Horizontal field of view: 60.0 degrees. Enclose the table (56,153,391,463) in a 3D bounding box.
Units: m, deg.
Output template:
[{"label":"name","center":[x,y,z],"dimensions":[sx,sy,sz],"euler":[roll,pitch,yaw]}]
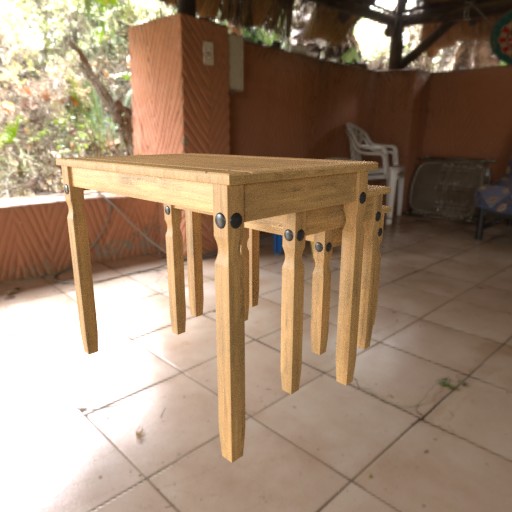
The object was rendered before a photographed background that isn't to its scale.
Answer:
[{"label":"table","center":[0.000,0.000,1.229],"dimensions":[0.773,0.535,0.660],"euler":[-15,21,-43]}]
